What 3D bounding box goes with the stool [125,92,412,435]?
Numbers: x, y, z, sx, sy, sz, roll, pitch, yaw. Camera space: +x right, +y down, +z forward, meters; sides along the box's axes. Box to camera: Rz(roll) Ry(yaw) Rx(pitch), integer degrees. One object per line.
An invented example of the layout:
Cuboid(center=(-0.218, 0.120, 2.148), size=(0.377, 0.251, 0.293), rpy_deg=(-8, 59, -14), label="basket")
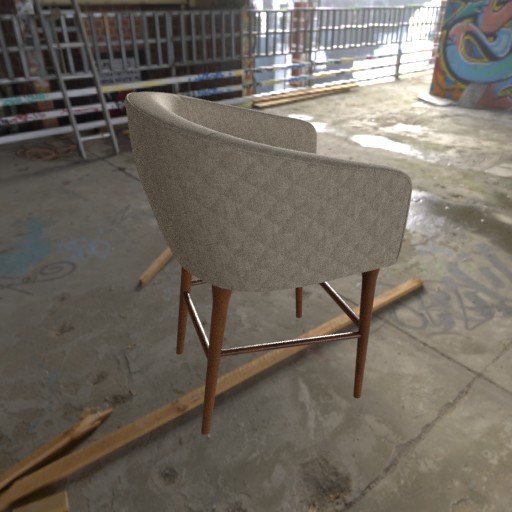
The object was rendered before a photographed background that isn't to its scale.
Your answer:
Cuboid(center=(0.000, 0.000, 1.342), size=(0.635, 0.952, 0.559), rpy_deg=(-11, 32, -18), label="stool")
